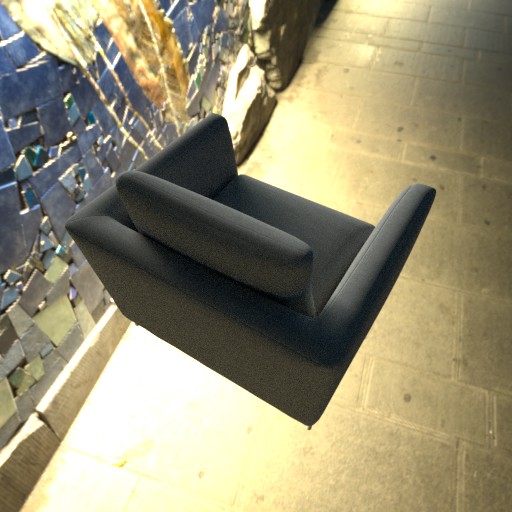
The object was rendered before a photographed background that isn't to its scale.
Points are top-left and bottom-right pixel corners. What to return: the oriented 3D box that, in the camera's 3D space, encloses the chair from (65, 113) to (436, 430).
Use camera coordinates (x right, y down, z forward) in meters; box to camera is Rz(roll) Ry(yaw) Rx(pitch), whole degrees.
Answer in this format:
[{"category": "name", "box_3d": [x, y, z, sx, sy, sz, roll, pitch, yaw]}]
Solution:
[{"category": "chair", "box_3d": [0.000, 0.000, 1.747, 1.041, 0.864, 0.889, 25, 52, 21]}]
